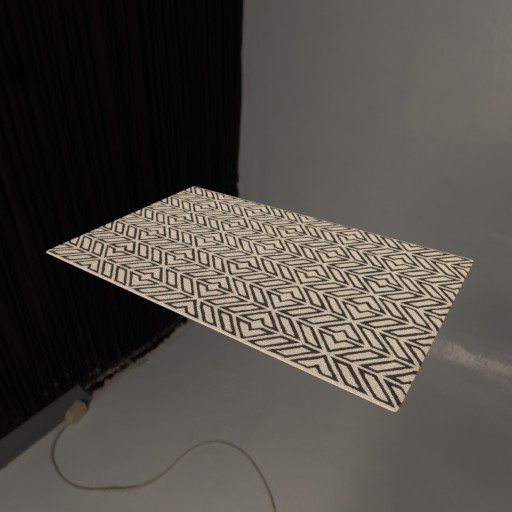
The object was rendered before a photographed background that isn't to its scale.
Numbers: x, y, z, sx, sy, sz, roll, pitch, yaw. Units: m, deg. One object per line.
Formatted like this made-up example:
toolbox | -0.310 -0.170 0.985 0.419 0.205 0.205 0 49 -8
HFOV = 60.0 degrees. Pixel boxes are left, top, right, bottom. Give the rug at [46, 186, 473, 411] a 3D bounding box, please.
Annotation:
rug | 0.000 0.000 2.969 2.438 0.008 1.523 18 34 29
